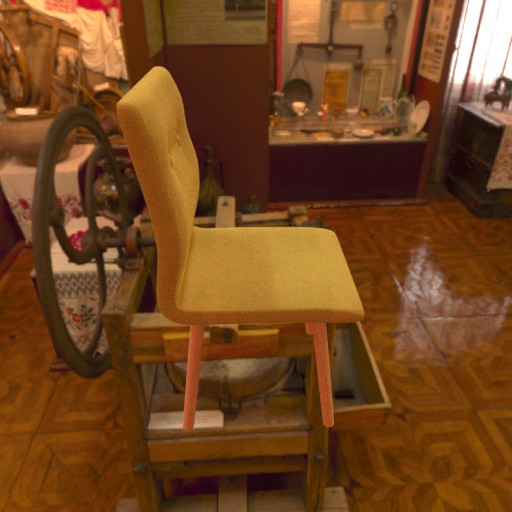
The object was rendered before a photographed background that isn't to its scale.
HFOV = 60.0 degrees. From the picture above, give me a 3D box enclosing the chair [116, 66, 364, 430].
[{"bbox_3d":[0.000,0.000,1.288,0.550,0.965,0.450,-1,32,-1],"label":"chair"}]
